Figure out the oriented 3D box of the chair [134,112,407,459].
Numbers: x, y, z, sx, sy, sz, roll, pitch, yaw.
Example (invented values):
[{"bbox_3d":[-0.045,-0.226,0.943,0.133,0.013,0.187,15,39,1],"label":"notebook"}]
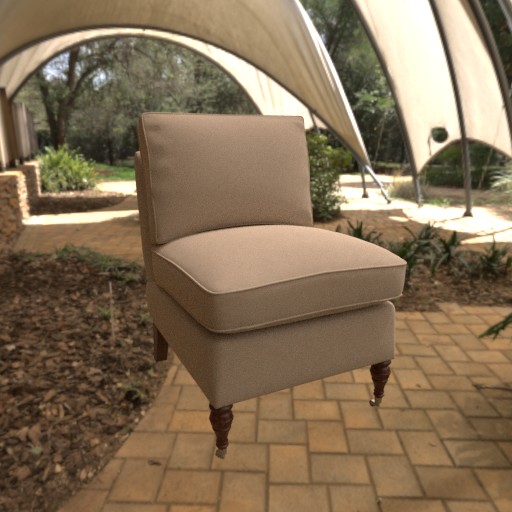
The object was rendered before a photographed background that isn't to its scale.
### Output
[{"bbox_3d":[0.000,0.000,1.688,0.724,1.052,0.912,-7,17,-25],"label":"chair"}]
